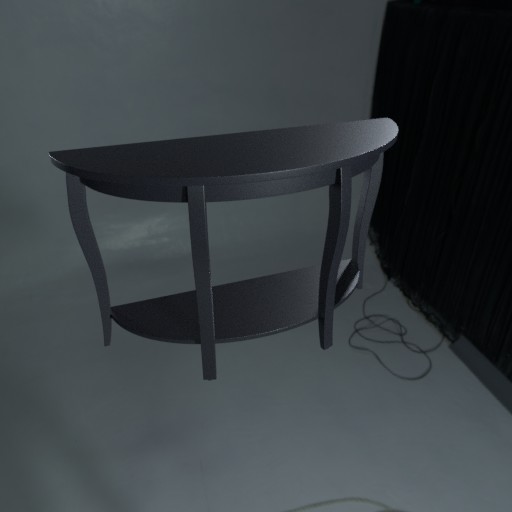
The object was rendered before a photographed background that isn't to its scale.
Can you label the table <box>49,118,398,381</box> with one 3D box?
[{"bbox_3d":[0.000,0.000,1.590,1.219,0.780,0.394,-11,33,-17],"label":"table"}]
